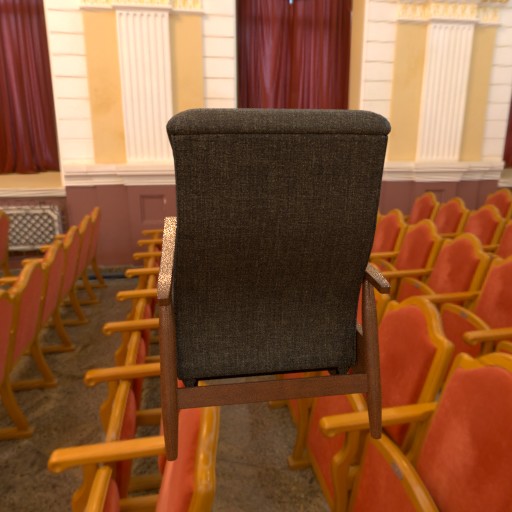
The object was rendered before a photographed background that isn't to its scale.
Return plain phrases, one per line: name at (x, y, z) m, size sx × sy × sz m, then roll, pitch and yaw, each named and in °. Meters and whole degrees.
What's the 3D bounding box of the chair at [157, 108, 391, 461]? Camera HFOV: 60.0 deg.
chair at (0.000, 0.000, 1.808) m, size 0.762 × 1.082 × 1.014 m, roll -2°, pitch 15°, yaw -9°
